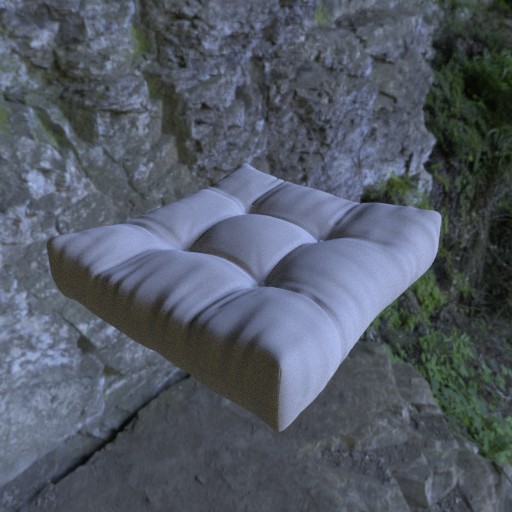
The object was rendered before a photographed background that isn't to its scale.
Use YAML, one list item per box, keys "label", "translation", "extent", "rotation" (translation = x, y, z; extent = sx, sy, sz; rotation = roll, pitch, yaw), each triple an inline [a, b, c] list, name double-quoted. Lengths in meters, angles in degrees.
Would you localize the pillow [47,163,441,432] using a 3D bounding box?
- label: "pillow"
  translation: [0.000, 0.000, 0.740]
  extent: [0.468, 0.128, 0.490]
  rotation: [21, 36, 32]
